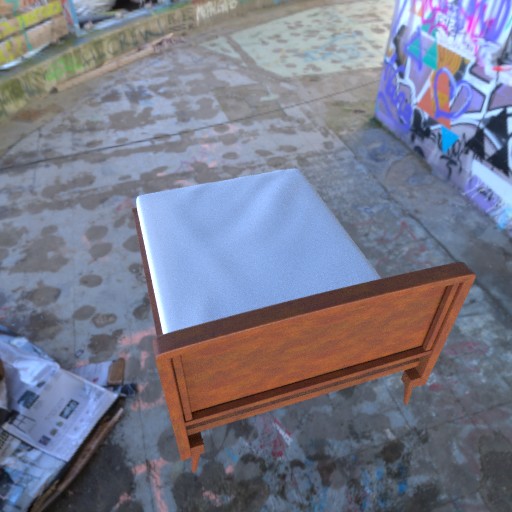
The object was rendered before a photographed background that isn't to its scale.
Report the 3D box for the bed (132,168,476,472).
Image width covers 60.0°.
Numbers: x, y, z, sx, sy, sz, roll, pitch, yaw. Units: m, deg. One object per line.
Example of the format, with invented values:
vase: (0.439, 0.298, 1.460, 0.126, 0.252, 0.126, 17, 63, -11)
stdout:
bed: (0.000, 0.000, 3.184, 1.587, 1.275, 2.196, -12, 44, -13)
